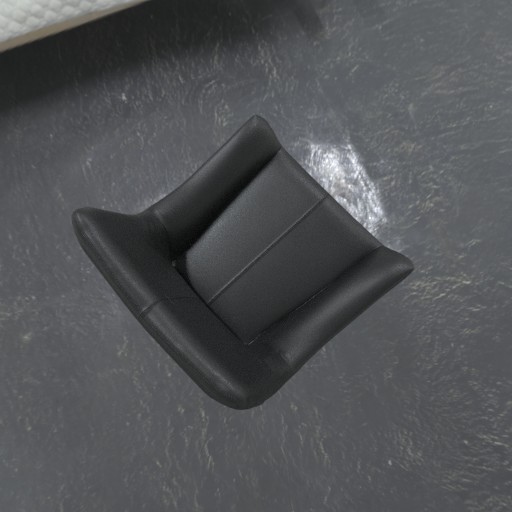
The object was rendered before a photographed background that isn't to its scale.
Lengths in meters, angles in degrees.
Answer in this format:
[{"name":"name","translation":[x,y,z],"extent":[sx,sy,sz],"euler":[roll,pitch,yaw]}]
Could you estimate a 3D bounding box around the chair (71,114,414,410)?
[{"name":"chair","translation":[0.000,0.000,1.587],"extent":[0.826,0.922,0.836],"euler":[-42,79,-10]}]
